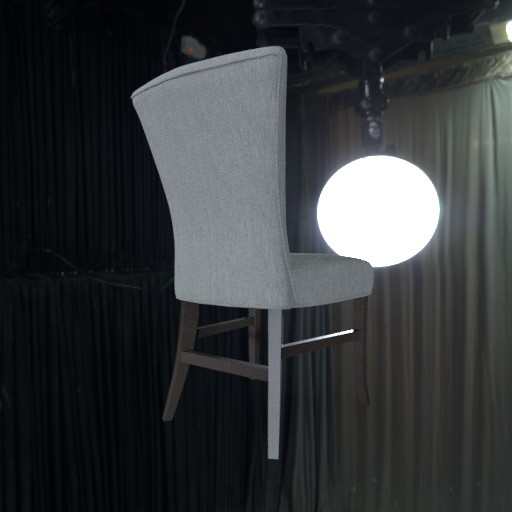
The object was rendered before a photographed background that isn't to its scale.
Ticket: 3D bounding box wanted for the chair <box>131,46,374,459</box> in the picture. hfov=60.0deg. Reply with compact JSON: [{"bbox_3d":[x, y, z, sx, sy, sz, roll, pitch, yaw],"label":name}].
[{"bbox_3d":[0.000,0.000,1.365,0.520,0.991,0.660,1,2,37],"label":"chair"}]
